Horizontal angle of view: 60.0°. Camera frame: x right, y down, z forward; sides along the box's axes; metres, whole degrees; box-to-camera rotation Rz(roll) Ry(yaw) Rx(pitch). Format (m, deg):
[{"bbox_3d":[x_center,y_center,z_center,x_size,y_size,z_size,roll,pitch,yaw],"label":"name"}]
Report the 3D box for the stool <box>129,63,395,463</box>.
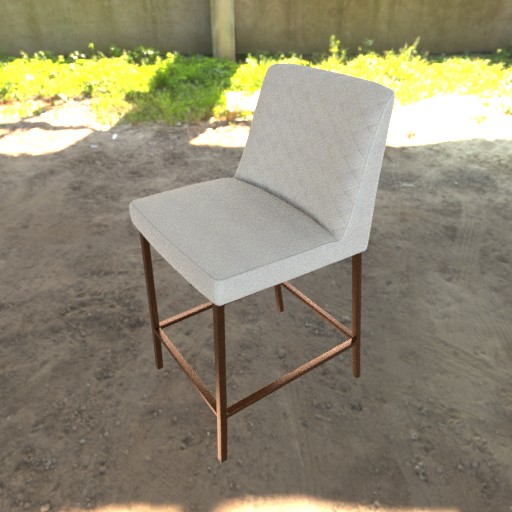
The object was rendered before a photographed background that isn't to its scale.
[{"bbox_3d":[0.000,0.000,1.308,0.576,0.973,0.507,-21,38,-29],"label":"stool"}]
